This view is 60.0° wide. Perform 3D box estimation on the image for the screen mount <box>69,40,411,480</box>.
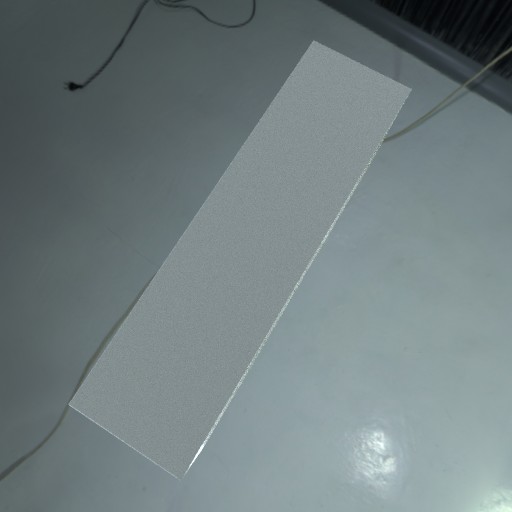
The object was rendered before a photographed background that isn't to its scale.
[{"bbox_3d":[0.000,0.000,1.748,0.400,0.619,1.490,30,78,7],"label":"screen mount"}]
